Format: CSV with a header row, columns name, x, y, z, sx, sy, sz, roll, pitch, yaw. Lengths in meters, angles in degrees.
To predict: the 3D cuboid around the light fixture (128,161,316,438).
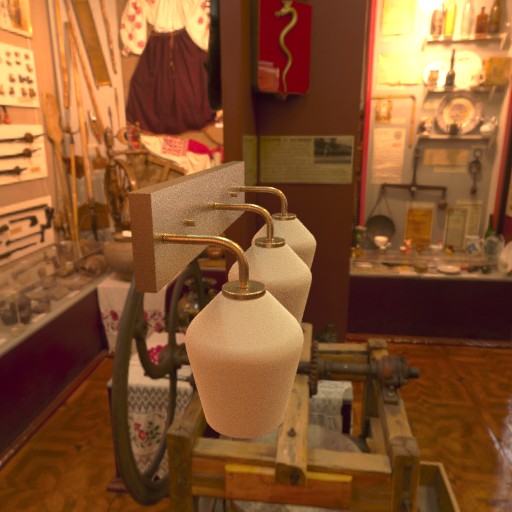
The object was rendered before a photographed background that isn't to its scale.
name,x,y,z,sx,sy,sz,roll,pitch,yaw
light fixture,0.000,0.000,0.750,0.190,0.280,0.609,3,16,9
